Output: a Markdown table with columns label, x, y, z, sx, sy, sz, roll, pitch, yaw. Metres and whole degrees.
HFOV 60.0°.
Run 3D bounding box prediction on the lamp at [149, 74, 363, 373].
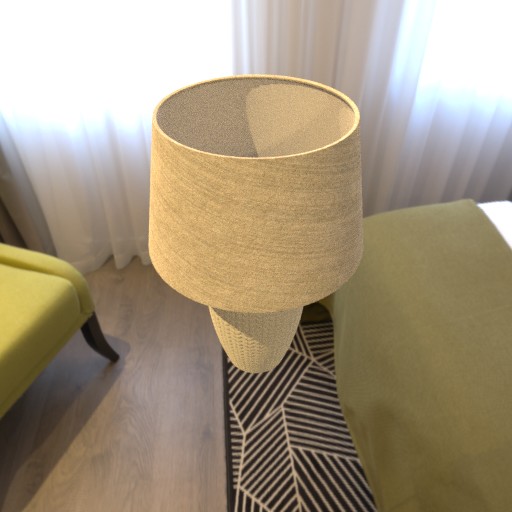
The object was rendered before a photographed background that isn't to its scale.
| label | x | y | z | sx | sy | sz | roll | pitch | yaw |
| --- | --- | --- | --- | --- | --- | --- | --- | --- | --- |
| lamp | 0.000 | 0.000 | 0.853 | 0.390 | 0.580 | 0.390 | 0 | 41 | 0 |
